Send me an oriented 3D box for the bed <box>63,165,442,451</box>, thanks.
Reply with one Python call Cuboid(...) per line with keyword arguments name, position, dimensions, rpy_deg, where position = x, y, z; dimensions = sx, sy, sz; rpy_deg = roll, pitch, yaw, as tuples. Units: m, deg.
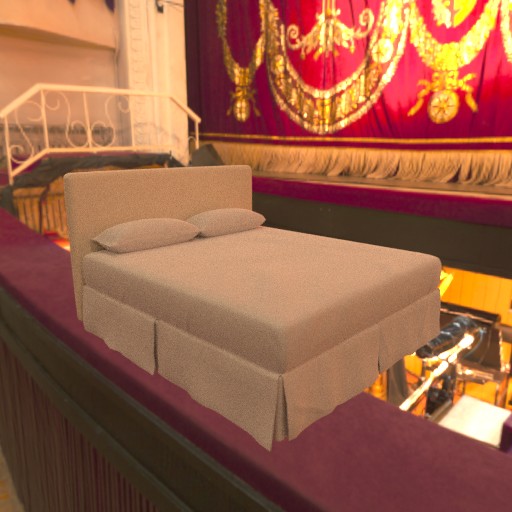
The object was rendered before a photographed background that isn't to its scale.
Cuboid(name="bed", position=(0.000, 0.000, 3.563), dimensions=(2.341, 1.317, 2.119), rpy_deg=(13, 19, 42))
